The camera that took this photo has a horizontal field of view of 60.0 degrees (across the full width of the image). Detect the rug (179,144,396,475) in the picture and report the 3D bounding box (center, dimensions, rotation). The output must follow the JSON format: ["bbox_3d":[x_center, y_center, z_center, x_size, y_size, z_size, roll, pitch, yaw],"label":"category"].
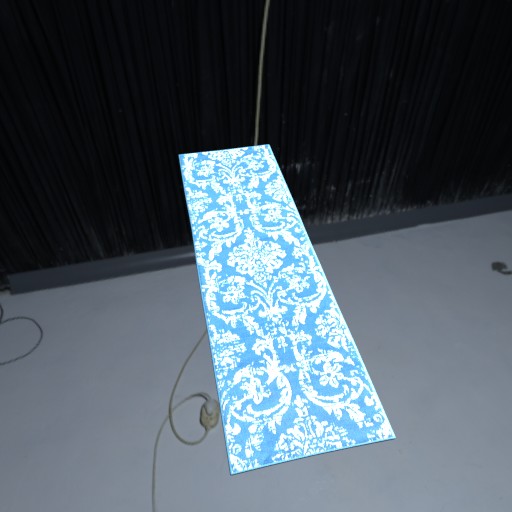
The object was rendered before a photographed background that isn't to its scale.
[{"bbox_3d":[0.000,0.000,2.447,0.662,0.011,2.196,-9,46,-8],"label":"rug"}]
